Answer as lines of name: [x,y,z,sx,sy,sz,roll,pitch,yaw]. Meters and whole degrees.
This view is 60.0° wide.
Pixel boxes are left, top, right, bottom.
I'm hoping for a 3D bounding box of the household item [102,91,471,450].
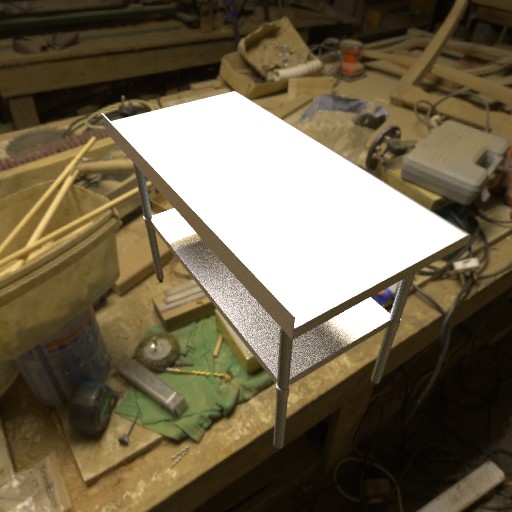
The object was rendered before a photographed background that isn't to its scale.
household item: [0.000,0.000,1.715,0.610,0.851,1.219,-23,46,-24]
